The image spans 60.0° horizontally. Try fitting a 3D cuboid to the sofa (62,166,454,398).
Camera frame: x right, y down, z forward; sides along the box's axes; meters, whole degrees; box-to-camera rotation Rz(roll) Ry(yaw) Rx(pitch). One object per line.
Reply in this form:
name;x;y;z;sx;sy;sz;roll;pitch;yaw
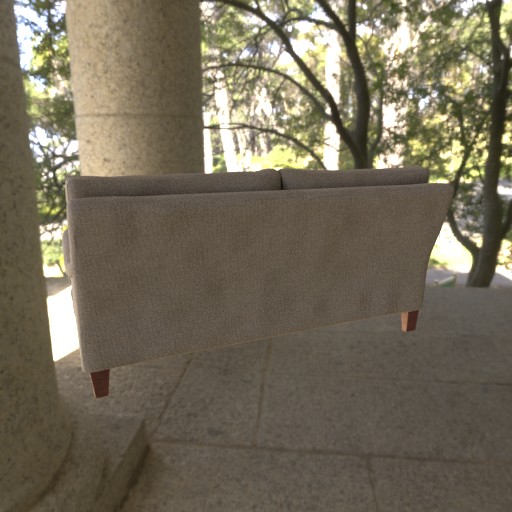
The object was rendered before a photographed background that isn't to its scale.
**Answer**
sofa;0.000;0.000;2.760;2.193;1.096;1.069;-6;15;-24
